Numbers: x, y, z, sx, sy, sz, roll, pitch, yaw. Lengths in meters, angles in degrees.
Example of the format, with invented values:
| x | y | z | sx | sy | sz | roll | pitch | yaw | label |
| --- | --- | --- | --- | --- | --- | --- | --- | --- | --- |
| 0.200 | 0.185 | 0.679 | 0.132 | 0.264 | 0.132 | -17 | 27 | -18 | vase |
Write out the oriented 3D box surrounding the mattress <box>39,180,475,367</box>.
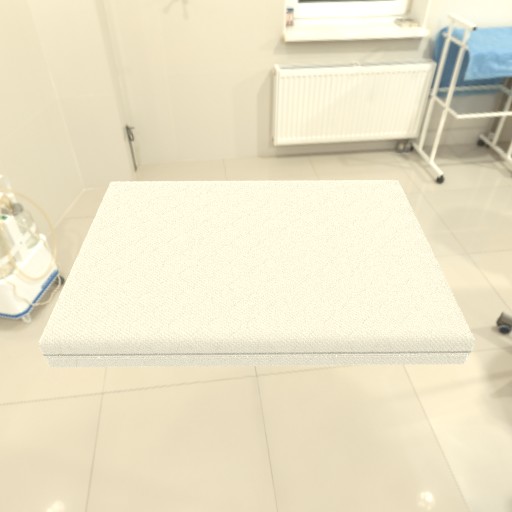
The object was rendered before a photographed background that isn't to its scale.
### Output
| x | y | z | sx | sy | sz | roll | pitch | yaw | label |
| --- | --- | --- | --- | --- | --- | --- | --- | --- | --- |
| 0.000 | 0.000 | 2.583 | 2.000 | 0.200 | 1.400 | 0 | 41 | 0 | mattress |
